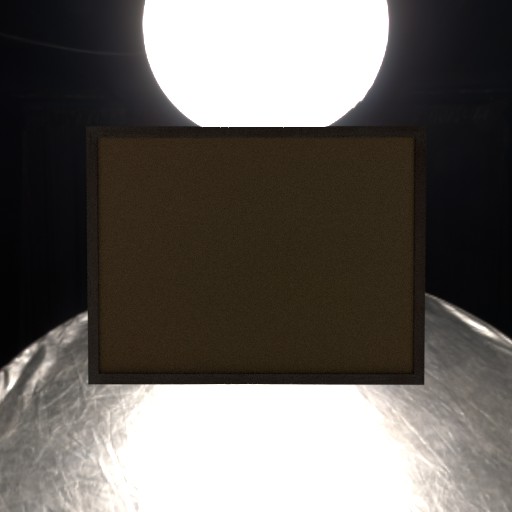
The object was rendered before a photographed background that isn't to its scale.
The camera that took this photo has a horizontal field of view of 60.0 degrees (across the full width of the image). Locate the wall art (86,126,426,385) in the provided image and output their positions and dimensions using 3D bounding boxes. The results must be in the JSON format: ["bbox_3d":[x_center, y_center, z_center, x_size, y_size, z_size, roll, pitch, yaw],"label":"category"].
[{"bbox_3d":[0.000,0.000,1.765,1.320,1.009,0.070,0,1,0],"label":"wall art"}]
